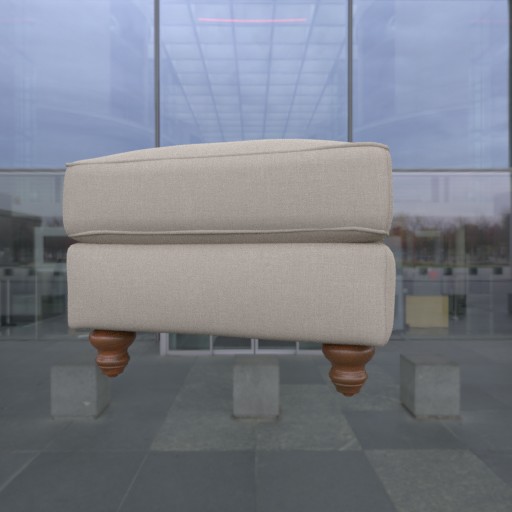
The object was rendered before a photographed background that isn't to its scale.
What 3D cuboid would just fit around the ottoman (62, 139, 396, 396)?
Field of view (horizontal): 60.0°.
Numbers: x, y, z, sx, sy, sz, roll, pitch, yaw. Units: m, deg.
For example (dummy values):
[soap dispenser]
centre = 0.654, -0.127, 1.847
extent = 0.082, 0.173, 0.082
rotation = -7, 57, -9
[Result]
[ottoman]
centre = 0.000, 0.000, 1.132
extent = 0.662, 0.505, 0.716
rotation = 0, 0, 15
